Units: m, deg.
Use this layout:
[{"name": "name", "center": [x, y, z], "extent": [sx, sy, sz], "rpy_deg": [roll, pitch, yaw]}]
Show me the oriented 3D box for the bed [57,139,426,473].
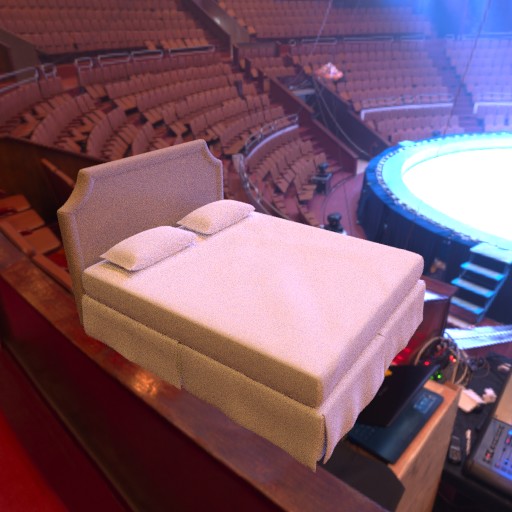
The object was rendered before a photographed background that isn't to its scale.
[{"name": "bed", "center": [0.000, 0.000, 4.198], "extent": [2.773, 1.590, 2.350], "rpy_deg": [18, 32, 31]}]
